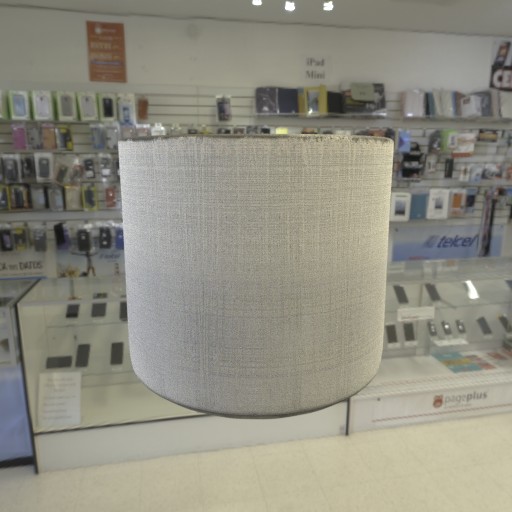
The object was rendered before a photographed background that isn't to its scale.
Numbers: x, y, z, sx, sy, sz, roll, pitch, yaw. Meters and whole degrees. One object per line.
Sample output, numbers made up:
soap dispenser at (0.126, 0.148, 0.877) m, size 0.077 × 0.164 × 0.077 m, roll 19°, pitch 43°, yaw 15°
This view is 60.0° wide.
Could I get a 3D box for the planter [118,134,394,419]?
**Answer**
planter at (0.000, 0.000, 0.394) m, size 0.226 × 0.201 × 0.226 m, roll 0°, pitch 13°, yaw 0°
